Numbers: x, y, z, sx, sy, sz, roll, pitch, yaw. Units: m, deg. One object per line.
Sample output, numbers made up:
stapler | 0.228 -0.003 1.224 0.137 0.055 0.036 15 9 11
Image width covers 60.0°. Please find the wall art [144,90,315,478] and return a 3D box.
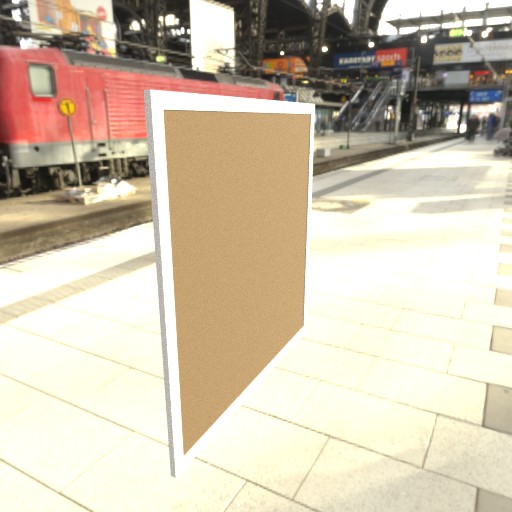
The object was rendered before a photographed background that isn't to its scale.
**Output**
wall art | 0.000 0.000 1.217 0.015 0.812 0.812 9 19 26
